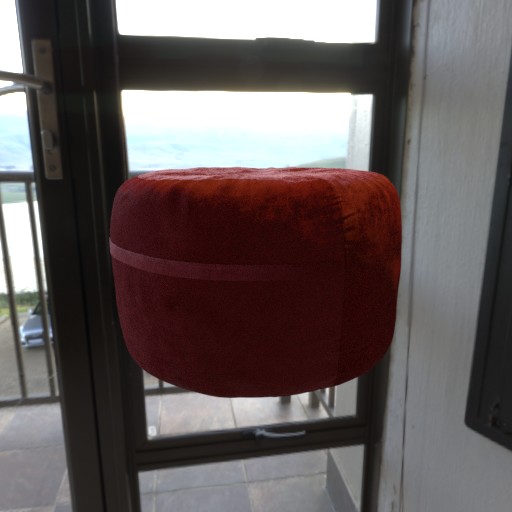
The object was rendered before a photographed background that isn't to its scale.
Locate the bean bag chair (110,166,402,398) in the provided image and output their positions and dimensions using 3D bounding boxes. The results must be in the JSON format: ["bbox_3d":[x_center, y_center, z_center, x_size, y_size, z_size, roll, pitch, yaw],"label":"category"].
[{"bbox_3d":[0.000,0.000,1.958,1.219,0.762,1.219,0,13,0],"label":"bean bag chair"}]
